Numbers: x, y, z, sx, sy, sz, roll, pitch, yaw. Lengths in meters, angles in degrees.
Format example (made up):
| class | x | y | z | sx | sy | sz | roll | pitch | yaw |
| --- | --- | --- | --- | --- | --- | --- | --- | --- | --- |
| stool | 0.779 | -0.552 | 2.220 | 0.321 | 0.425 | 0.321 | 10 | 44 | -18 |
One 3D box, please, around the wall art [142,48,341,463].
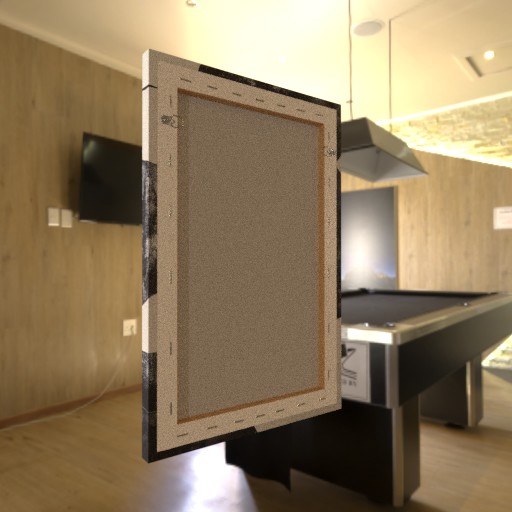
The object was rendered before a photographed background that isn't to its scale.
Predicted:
| class | x | y | z | sx | sy | sz | roll | pitch | yaw |
| --- | --- | --- | --- | --- | --- | --- | --- | --- | --- |
| wall art | 0.000 | 0.000 | 1.168 | 0.610 | 0.915 | 0.041 | 0 | 0 | -36 |
